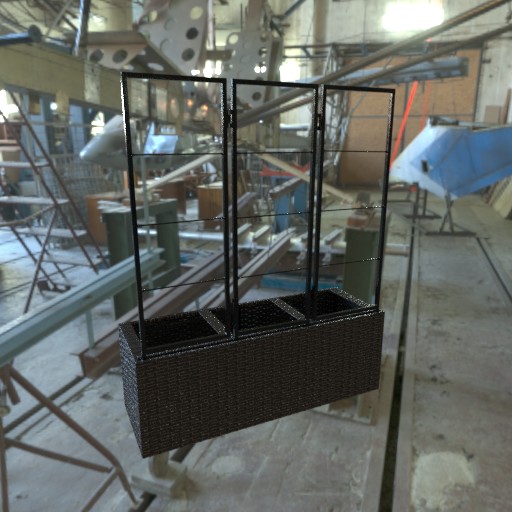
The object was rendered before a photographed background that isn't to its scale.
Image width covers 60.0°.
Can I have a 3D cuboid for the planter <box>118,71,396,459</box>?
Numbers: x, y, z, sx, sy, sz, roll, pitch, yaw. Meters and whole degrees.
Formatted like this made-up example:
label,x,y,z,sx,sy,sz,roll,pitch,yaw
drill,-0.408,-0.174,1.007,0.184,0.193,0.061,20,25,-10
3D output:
label,x,y,z,sx,sy,sz,roll,pitch,yaw
planter,0.000,0.000,1.170,0.699,0.841,0.244,-7,16,-25
